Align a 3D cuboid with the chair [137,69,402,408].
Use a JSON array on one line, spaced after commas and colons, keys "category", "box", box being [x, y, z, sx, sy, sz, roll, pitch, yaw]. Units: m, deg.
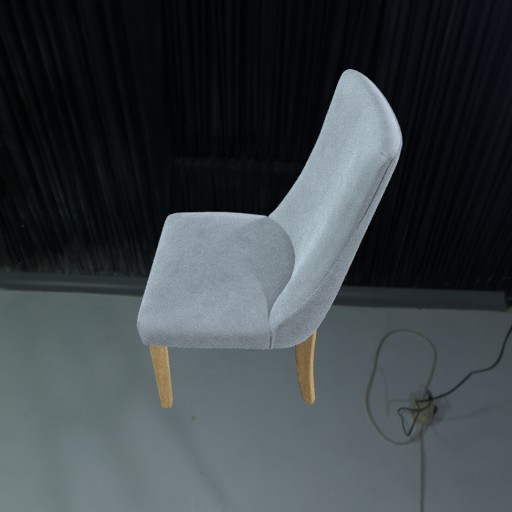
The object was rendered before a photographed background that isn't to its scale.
[{"category": "chair", "box": [0.000, 0.000, 1.272, 0.610, 0.902, 0.495, 1, 41, 1]}]
